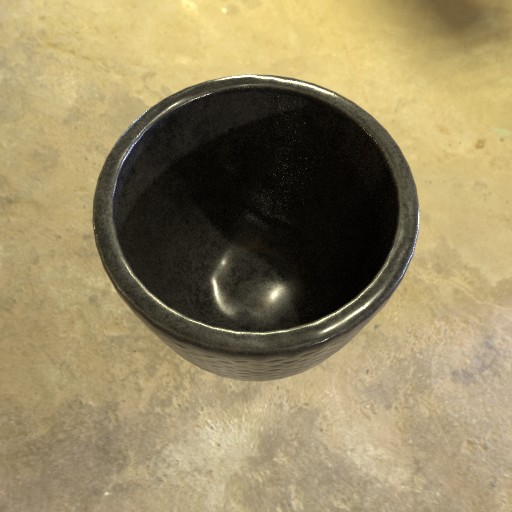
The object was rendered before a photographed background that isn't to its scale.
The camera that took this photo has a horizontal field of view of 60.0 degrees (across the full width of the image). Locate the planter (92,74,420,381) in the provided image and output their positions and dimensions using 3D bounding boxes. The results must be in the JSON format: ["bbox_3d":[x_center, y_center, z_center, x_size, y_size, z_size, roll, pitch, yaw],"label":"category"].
[{"bbox_3d":[0.000,0.000,0.246,0.140,0.129,0.140,0,65,0],"label":"planter"}]
